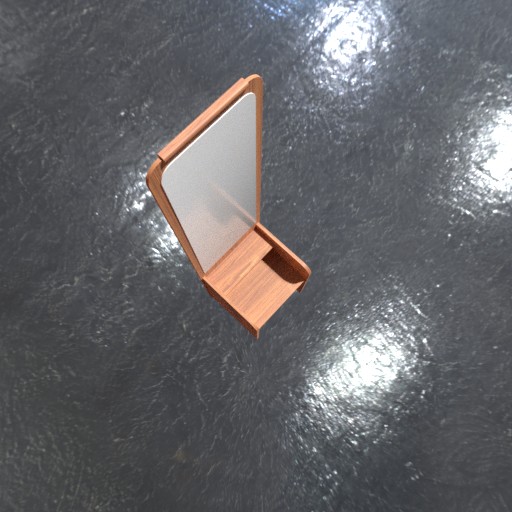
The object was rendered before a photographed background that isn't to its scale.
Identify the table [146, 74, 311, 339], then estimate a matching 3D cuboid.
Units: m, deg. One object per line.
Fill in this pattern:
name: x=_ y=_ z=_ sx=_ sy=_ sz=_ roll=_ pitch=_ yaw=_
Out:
table: x=0.000 y=0.000 z=2.016 sx=0.420 sy=1.830 sz=0.450 roll=42 pitch=79 yaw=10
